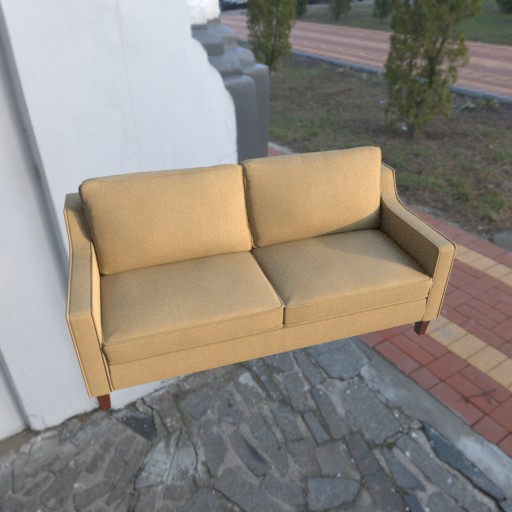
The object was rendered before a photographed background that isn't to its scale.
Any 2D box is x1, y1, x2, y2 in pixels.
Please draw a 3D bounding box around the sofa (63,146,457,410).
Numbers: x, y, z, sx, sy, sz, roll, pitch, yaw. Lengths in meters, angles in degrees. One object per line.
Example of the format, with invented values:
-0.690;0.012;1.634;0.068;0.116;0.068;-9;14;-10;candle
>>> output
0.000;0.000;2.828;2.178;1.071;1.066;-9;33;-15;sofa
